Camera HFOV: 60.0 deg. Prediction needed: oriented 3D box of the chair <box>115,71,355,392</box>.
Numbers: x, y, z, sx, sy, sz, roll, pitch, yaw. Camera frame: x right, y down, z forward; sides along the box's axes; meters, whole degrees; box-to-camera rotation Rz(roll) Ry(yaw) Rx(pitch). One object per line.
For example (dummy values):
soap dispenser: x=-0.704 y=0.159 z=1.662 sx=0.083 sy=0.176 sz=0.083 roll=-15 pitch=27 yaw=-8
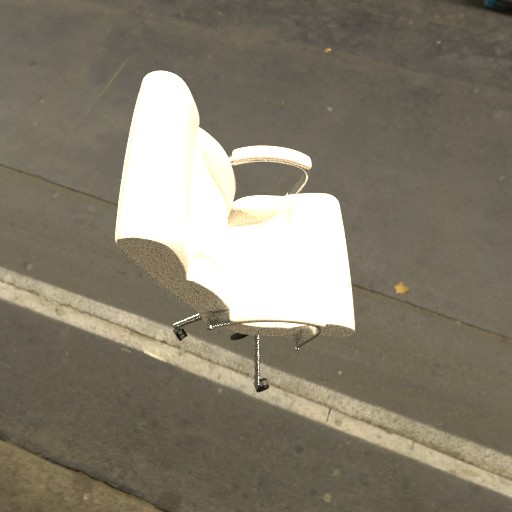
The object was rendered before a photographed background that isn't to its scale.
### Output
chair: x=0.000 y=0.000 z=1.578 sx=0.745 sy=1.099 sz=0.727 roll=-1 pitch=61 yaw=0
